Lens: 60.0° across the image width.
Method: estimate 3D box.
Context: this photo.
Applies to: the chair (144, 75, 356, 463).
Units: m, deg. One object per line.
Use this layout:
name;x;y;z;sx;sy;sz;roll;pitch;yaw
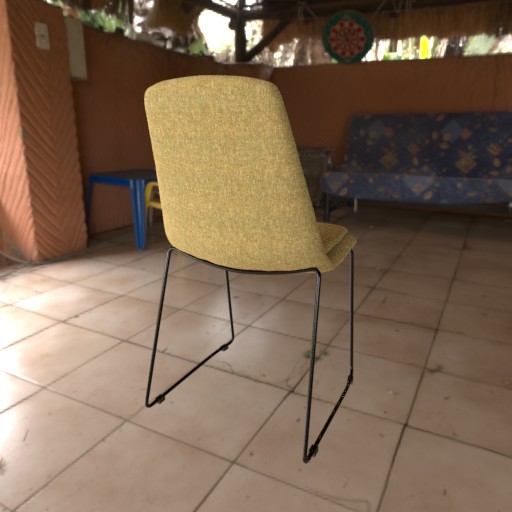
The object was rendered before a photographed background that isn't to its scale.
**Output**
chair;0.000;0.000;1.176;0.479;0.849;0.496;8;18;26
